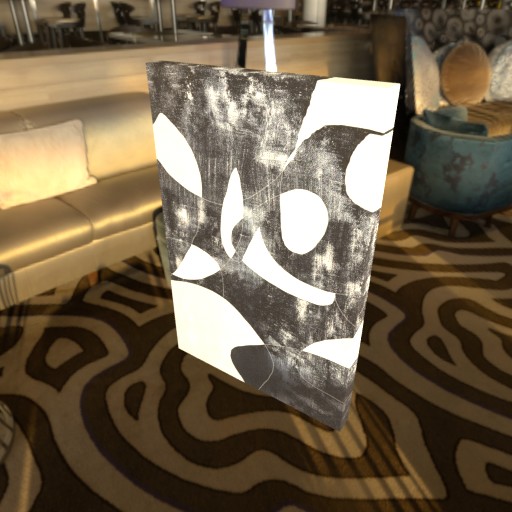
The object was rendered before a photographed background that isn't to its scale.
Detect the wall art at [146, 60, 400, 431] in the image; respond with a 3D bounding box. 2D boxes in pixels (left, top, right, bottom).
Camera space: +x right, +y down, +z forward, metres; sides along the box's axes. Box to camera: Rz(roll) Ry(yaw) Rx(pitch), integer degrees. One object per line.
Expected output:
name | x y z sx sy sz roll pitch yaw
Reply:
wall art | 0.000 0.000 0.787 0.407 0.610 0.039 19 35 29
